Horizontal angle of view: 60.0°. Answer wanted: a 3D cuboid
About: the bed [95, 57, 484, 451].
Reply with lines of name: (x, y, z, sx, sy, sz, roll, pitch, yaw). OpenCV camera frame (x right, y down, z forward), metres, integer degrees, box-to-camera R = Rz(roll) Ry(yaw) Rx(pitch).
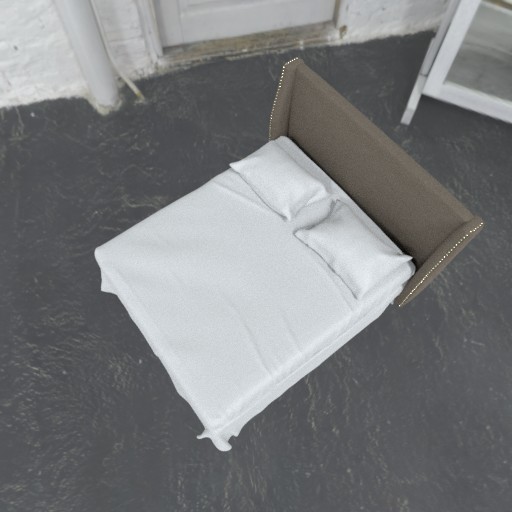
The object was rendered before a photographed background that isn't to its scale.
bed: (0.000, 0.000, 3.444, 2.276, 1.332, 1.925, -34, 69, -15)
